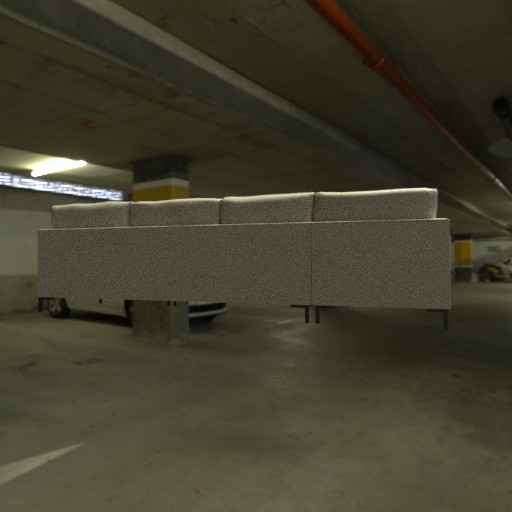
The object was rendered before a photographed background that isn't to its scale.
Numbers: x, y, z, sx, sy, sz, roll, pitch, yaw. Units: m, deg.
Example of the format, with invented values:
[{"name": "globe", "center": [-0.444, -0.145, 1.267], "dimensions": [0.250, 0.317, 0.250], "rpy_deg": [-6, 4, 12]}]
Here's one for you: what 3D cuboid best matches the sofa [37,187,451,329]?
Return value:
[{"name": "sofa", "center": [0.000, 0.000, 4.362], "dimensions": [3.384, 0.996, 2.048], "rpy_deg": [0, -1, 18]}]
